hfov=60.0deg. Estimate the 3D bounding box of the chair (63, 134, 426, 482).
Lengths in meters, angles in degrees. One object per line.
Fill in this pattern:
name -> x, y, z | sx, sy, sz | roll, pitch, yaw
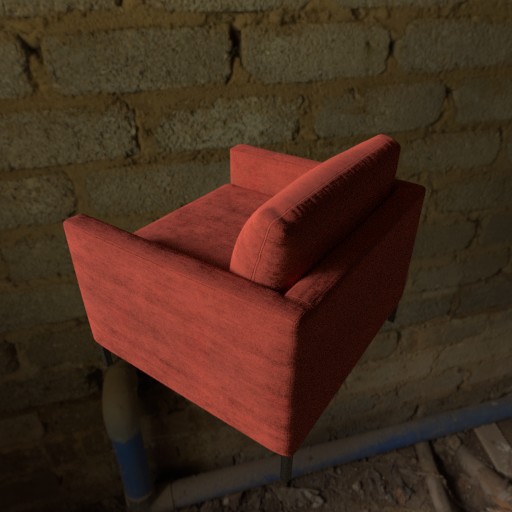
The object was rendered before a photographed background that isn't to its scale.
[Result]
chair -> 0.000, 0.000, 1.607 | 0.875, 0.812, 0.964 | 20, 37, 29
